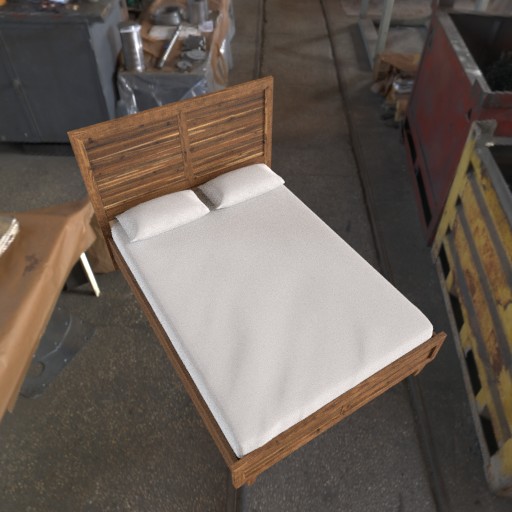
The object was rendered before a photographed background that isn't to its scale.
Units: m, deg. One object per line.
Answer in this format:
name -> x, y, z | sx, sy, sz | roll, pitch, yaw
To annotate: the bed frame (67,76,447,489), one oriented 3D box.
bed frame -> 0.000, 0.000, 3.245 | 1.696, 1.417, 2.276 | -24, 51, -21
